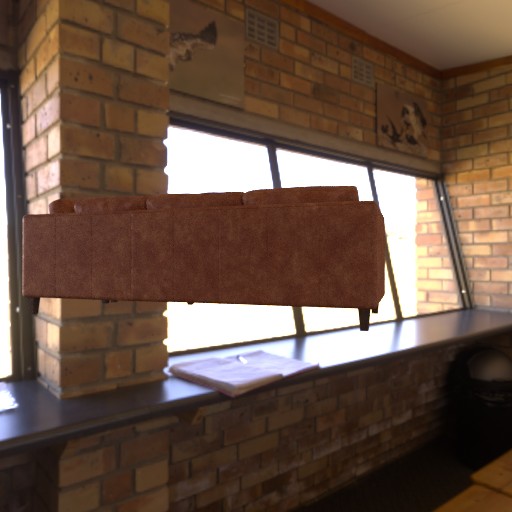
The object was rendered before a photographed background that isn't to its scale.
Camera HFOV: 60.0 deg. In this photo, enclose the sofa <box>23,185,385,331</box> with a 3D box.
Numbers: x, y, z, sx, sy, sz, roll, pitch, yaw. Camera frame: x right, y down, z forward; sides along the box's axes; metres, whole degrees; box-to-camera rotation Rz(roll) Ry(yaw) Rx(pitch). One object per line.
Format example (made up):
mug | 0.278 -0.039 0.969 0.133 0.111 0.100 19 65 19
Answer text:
sofa | 0.000 0.000 4.233 2.438 0.838 3.150 0 0 19
